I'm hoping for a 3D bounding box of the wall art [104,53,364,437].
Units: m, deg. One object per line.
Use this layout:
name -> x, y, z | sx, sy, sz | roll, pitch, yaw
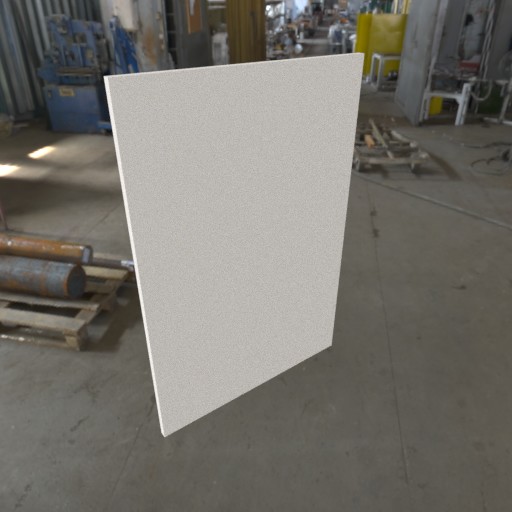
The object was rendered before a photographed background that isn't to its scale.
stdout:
wall art -> 0.000, 0.000, 0.589 | 0.325, 0.474, 0.010 | -20, 36, -31
